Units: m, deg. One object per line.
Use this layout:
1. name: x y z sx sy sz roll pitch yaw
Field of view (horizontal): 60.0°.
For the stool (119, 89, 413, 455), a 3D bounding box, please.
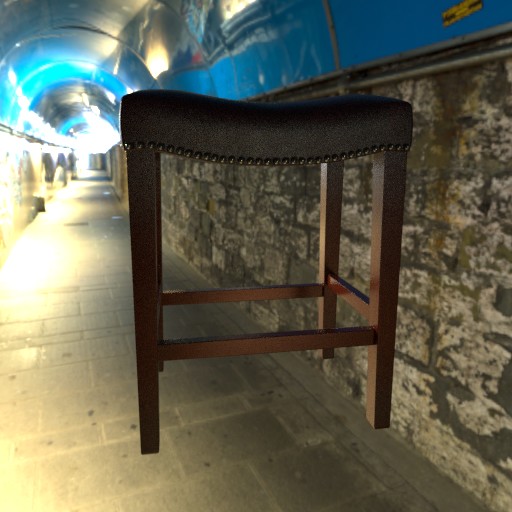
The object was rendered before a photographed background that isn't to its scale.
1. stool: 0.000 0.000 0.964 0.504 0.657 0.372 -2 12 -10
